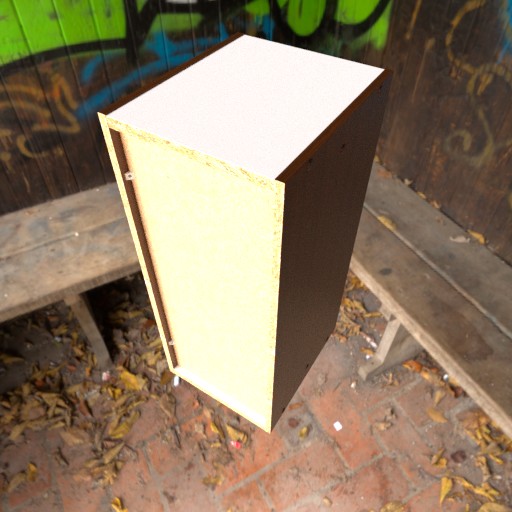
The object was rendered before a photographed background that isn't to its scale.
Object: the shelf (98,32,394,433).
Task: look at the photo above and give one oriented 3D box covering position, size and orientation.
[{"bbox_3d":[0.000,0.000,0.768,0.253,0.600,0.290,25,51,22],"label":"shelf"}]
